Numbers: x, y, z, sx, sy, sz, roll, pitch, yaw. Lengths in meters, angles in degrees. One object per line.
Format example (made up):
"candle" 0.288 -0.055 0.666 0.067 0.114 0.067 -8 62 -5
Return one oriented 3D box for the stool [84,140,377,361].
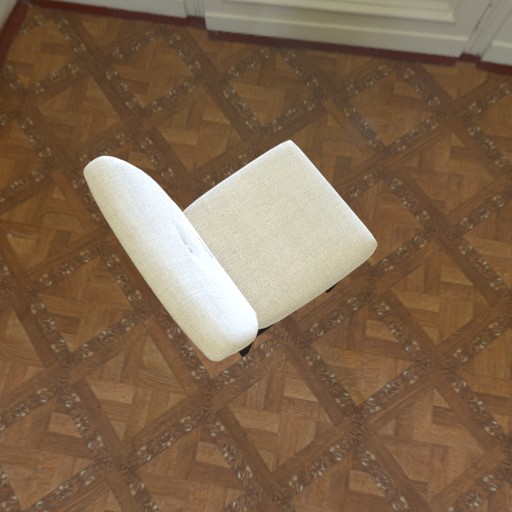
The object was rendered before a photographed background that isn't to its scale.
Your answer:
"stool" 0.000 0.000 1.468 0.603 1.124 0.516 -35 77 -9
